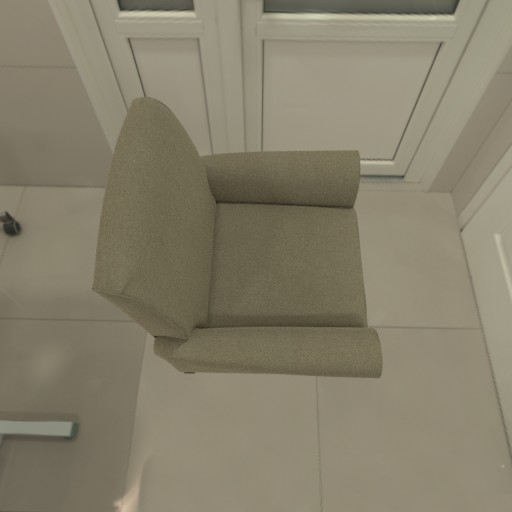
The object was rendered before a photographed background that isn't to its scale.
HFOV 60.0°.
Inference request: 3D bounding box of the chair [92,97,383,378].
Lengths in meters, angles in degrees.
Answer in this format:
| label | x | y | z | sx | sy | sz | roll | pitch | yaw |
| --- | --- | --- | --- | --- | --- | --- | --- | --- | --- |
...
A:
| label | x | y | z | sx | sy | sz | roll | pitch | yaw |
| --- | --- | --- | --- | --- | --- | --- | --- | --- | --- |
| chair | 0.000 | 0.000 | 1.787 | 0.905 | 1.061 | 0.978 | 1 | 62 | 1 |
